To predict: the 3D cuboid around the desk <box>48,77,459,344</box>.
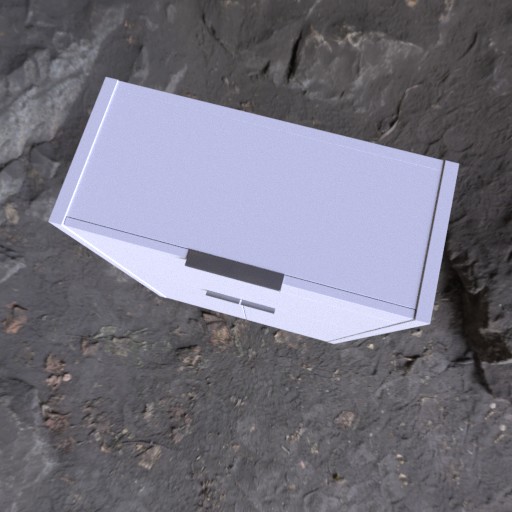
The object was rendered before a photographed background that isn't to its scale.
[{"bbox_3d":[0.000,0.000,1.569,0.850,1.190,0.390,15,77,3],"label":"desk"}]
